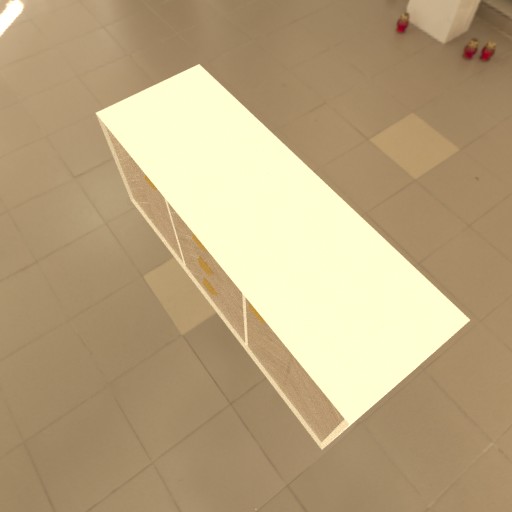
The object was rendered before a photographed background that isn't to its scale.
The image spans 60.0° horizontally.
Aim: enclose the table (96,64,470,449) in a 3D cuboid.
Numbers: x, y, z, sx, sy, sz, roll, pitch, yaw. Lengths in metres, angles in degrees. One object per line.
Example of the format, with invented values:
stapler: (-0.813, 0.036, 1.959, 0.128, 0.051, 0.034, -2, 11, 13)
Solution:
table: (0.000, 0.000, 1.909, 0.508, 0.769, 1.500, -33, 65, -17)
